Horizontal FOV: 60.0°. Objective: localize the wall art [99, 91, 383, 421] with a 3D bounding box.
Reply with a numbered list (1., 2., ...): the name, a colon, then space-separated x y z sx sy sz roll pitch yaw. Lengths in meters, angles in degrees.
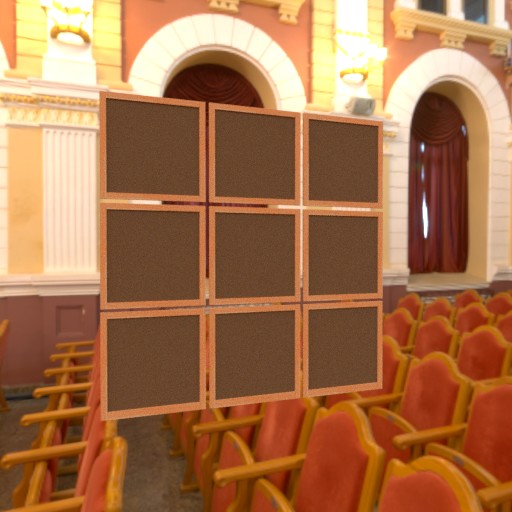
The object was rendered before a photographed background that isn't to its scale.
1. wall art: 0.000 0.000 2.291 1.520 1.525 0.013 0 1 -19
